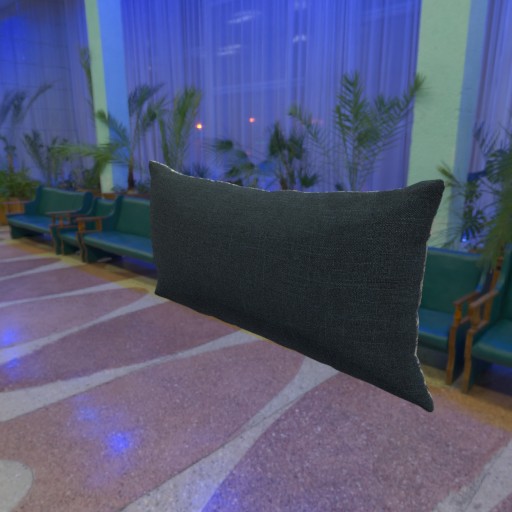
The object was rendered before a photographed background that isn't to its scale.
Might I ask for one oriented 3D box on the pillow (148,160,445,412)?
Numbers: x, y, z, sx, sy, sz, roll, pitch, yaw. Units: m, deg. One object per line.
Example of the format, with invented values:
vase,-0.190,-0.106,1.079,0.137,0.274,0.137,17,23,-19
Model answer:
pillow,0.000,0.000,0.736,0.148,0.292,0.631,-14,20,-43
